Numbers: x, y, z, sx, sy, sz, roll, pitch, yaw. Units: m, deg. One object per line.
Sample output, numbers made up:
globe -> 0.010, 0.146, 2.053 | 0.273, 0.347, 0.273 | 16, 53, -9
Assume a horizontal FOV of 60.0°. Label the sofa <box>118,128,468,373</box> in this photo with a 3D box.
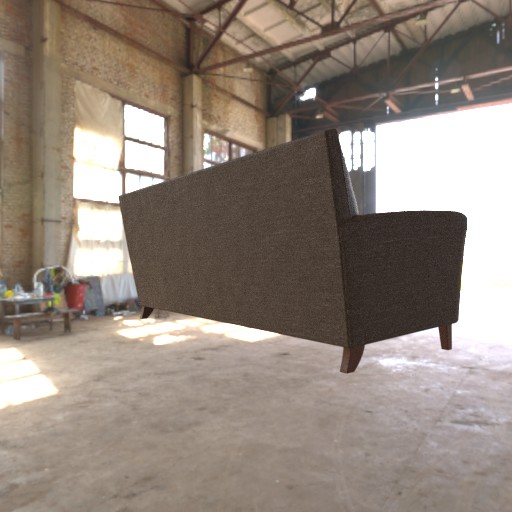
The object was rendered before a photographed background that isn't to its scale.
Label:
sofa -> 0.000, 0.000, 2.476 | 0.875, 0.846, 1.976 | 0, -1, -37
